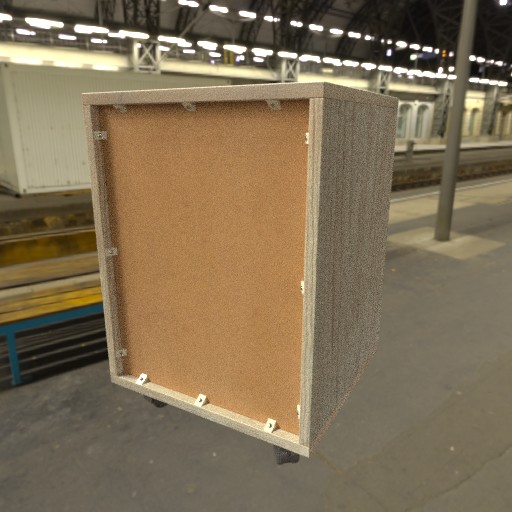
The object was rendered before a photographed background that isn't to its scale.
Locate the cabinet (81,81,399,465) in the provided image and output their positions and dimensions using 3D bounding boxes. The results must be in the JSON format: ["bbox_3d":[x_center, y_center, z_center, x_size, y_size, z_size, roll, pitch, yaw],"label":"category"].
[{"bbox_3d":[0.000,0.000,0.853,0.409,0.579,0.401,9,19,28],"label":"cabinet"}]
